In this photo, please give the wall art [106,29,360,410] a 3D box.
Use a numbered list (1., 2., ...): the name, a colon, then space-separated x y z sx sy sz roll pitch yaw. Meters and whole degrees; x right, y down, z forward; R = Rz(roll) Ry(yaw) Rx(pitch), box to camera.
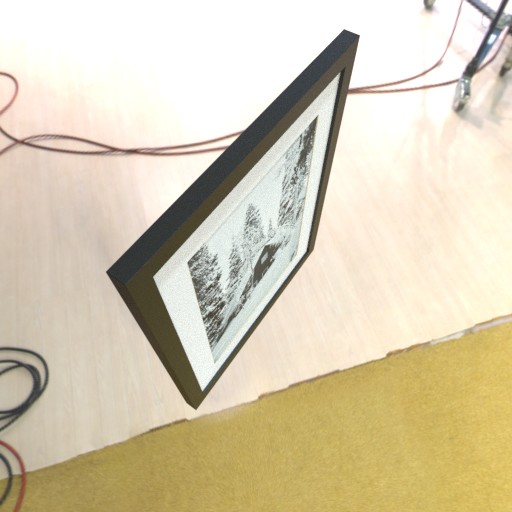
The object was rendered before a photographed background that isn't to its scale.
1. wall art: 0.000 0.000 0.530 0.018 0.397 0.325 31 64 17
